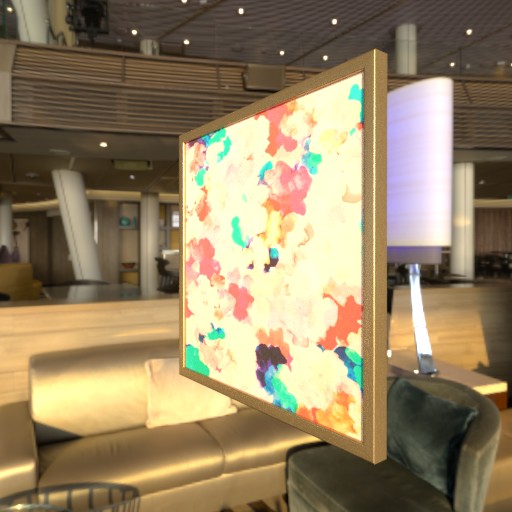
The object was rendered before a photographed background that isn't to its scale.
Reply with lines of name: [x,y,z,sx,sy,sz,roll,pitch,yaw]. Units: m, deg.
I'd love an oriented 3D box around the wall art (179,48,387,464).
wall art: [0.000,0.000,1.130,0.036,0.765,0.767,0,1,-37]
